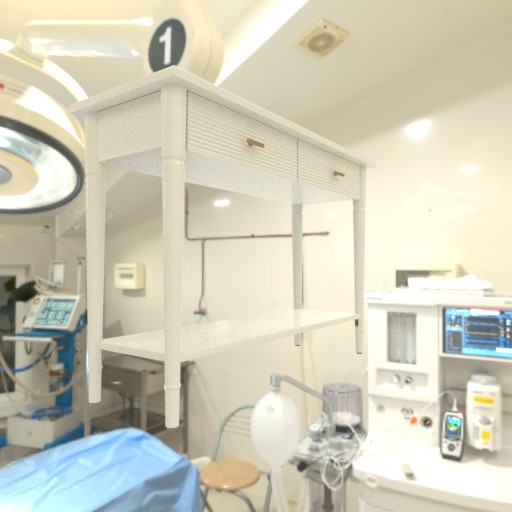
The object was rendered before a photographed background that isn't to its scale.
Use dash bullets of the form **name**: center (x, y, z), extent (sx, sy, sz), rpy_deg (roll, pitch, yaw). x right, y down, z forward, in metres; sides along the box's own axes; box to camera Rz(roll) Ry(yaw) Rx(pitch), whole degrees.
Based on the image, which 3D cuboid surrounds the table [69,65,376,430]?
- **table**: center (0.000, 0.000, 1.421), extent (0.381, 0.749, 1.067), rpy_deg (-1, -1, 36)
